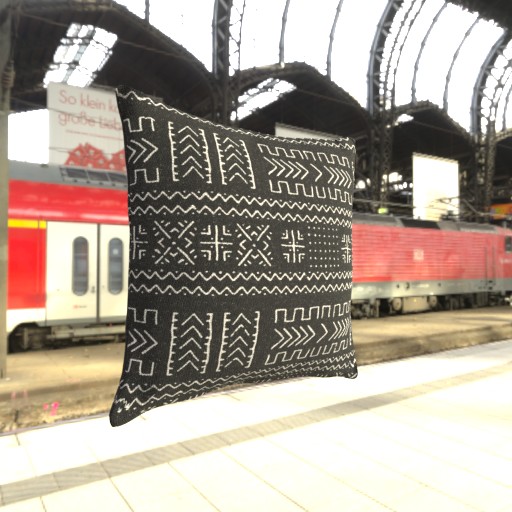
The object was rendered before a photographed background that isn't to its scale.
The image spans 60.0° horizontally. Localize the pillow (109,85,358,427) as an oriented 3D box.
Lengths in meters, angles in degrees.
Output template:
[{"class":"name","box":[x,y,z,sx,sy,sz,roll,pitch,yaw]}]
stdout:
[{"class":"pillow","box":[0.000,0.000,0.667,0.438,0.430,0.164,1,-1,-36]}]
